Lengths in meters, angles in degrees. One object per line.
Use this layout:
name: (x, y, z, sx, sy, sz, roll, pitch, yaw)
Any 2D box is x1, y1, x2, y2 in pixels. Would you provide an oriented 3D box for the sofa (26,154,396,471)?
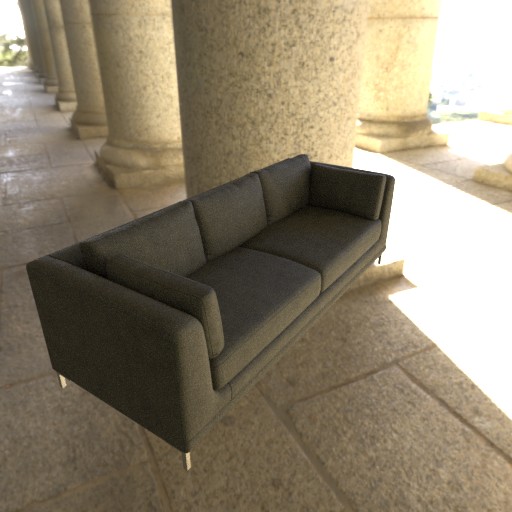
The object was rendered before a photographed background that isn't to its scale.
sofa: (0.000, 0.000, 2.852, 0.969, 0.867, 2.415, 17, 31, 30)
